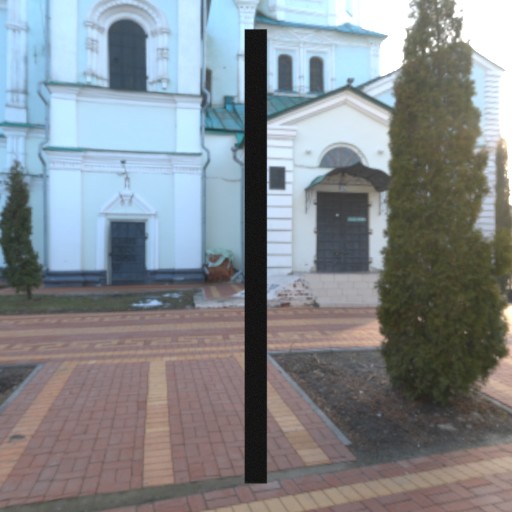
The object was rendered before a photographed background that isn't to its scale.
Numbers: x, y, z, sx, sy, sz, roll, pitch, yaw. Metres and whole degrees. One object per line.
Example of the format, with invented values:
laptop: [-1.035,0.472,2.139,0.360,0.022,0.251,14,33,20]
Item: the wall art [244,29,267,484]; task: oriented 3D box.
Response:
wall art: [0.000,0.000,1.124,0.038,0.762,0.762,0,0,0]
